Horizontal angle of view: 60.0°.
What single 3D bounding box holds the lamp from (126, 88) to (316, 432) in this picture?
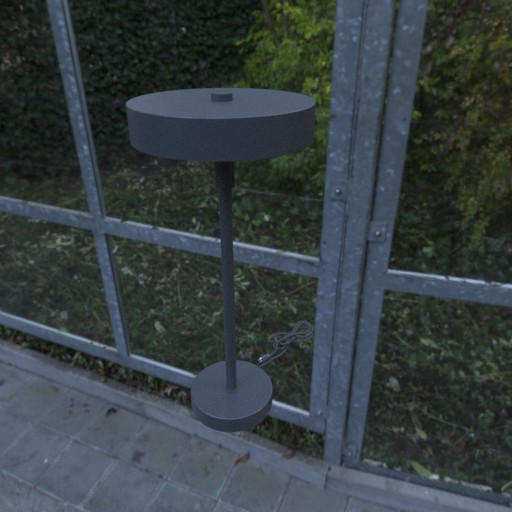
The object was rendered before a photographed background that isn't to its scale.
[{"bbox_3d":[0.000,0.000,0.706,0.229,0.508,0.369,19,33,31],"label":"lamp"}]
